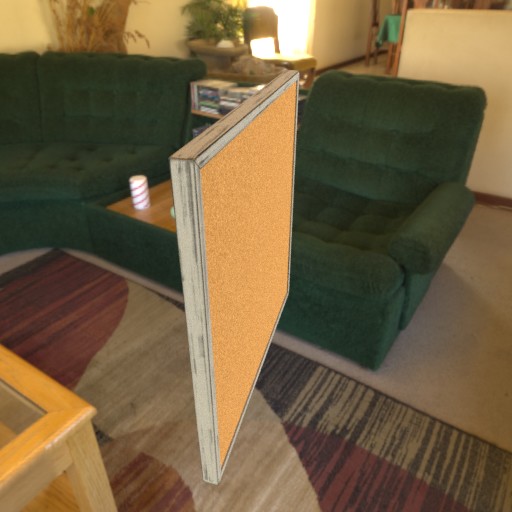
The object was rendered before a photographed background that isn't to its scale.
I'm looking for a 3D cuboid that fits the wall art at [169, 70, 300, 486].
[{"bbox_3d":[0.000,0.000,1.117,0.037,0.761,0.761,8,33,13],"label":"wall art"}]
